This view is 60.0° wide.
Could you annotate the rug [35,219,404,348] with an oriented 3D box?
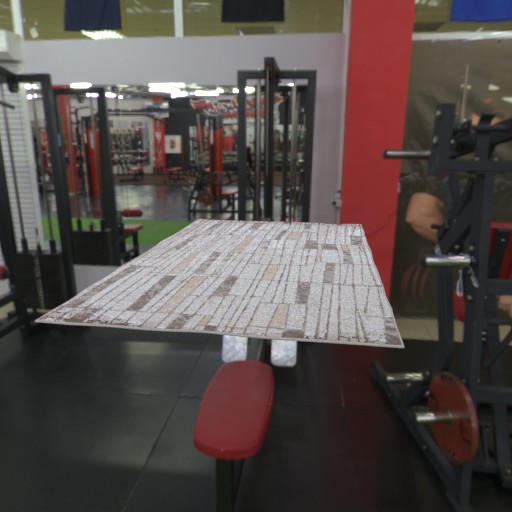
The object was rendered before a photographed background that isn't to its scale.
[{"bbox_3d":[0.000,0.000,2.938,1.531,0.023,2.444,2,15,9],"label":"rug"}]
